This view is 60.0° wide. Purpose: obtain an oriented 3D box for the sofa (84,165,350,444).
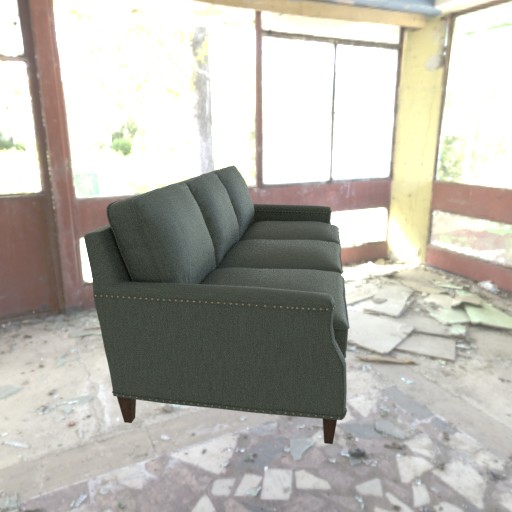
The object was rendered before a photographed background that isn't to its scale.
[{"bbox_3d":[0.000,0.000,2.803,1.084,1.003,2.246,2,16,9],"label":"sofa"}]
